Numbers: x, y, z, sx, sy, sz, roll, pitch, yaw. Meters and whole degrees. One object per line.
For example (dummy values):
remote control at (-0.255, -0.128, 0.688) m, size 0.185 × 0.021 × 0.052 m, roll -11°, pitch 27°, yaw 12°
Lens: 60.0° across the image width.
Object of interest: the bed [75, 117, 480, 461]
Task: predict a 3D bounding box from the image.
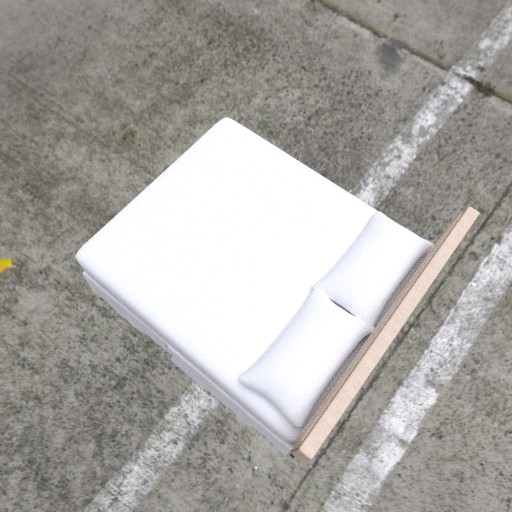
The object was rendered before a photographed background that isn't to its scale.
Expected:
bed at (0.000, 0.000, 2.855) m, size 1.876 × 1.016 × 1.616 m, roll 36°, pitch 70°, yaw 16°
